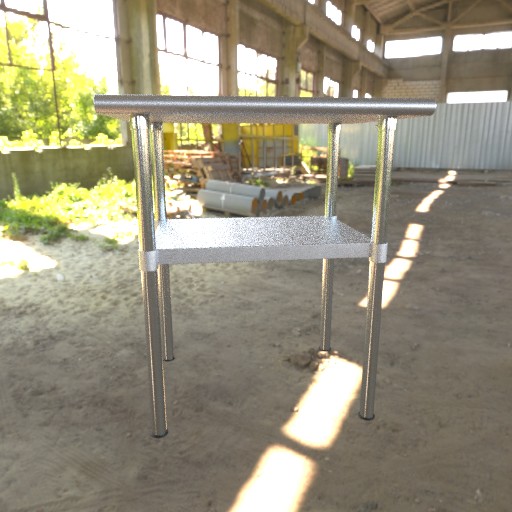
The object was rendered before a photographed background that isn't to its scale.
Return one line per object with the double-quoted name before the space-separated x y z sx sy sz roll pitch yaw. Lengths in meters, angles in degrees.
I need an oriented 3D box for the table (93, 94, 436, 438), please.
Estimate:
"table" 0.000 0.000 1.359 0.762 0.876 0.584 -2 15 -7
